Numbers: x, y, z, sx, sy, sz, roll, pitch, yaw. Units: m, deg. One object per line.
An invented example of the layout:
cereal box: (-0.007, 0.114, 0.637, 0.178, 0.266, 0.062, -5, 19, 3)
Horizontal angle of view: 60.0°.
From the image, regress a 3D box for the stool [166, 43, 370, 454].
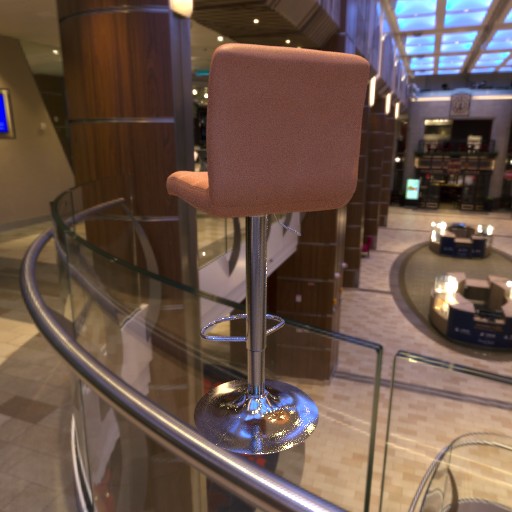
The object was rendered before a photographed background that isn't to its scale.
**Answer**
stool: (0.000, 0.000, 1.376, 0.430, 1.115, 0.505, -7, 17, -24)
